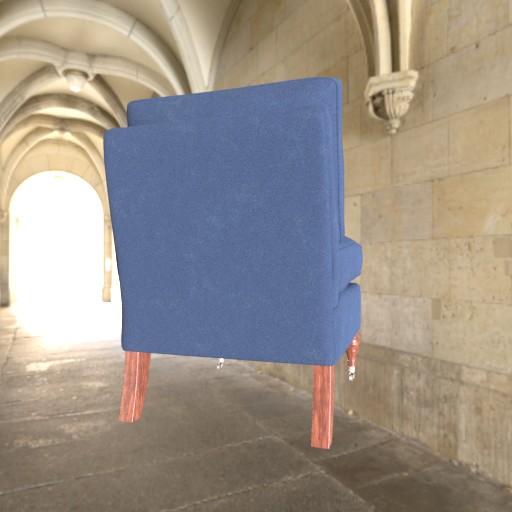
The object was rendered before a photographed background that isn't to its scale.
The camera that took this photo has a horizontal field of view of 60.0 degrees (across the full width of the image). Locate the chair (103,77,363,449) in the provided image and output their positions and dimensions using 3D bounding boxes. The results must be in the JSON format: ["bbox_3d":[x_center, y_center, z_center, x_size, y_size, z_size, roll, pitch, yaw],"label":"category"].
[{"bbox_3d":[0.000,0.000,1.652,0.724,1.052,0.912,0,-1,19],"label":"chair"}]
